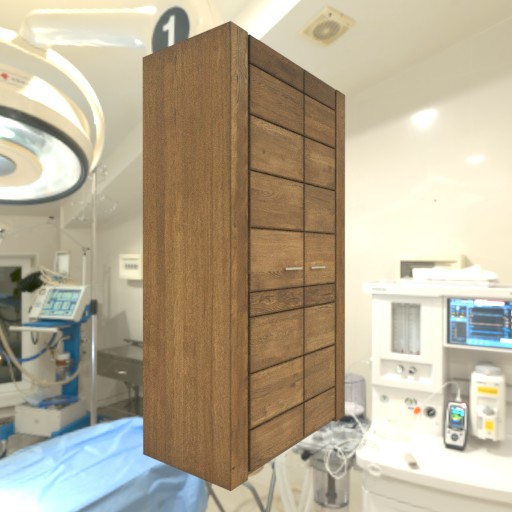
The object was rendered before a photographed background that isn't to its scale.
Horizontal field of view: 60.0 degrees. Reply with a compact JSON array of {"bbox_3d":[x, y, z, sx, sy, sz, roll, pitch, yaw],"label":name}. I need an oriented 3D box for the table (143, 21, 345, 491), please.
[{"bbox_3d":[0.000,0.000,2.490,0.600,2.000,1.100,0,0,37],"label":"table"}]
